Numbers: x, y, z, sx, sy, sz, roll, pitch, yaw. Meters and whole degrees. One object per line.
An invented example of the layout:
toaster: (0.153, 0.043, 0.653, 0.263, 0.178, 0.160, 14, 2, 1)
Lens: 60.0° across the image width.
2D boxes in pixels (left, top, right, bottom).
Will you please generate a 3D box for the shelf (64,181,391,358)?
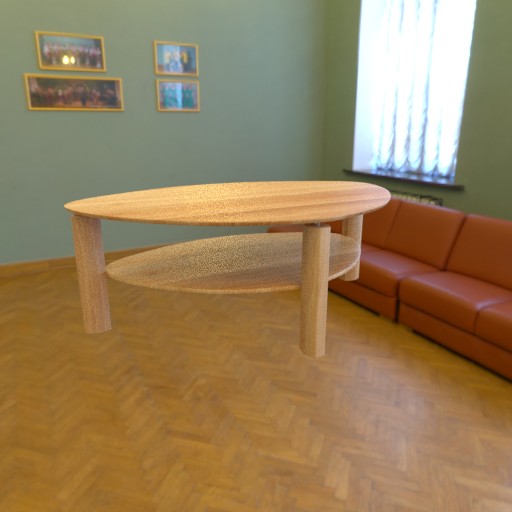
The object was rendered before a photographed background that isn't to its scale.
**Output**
shelf: (0.000, 0.000, 1.643, 1.246, 0.440, 0.845, -9, 18, -27)
